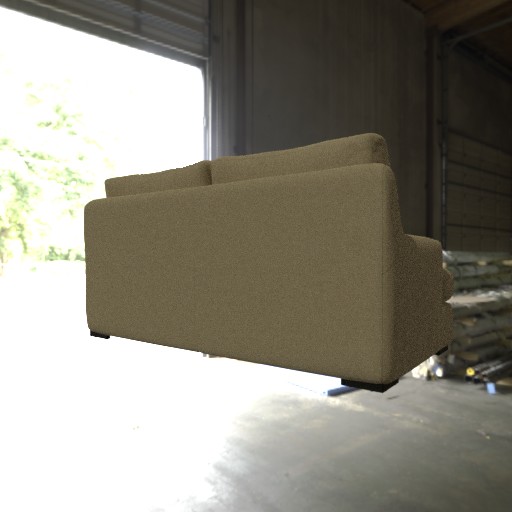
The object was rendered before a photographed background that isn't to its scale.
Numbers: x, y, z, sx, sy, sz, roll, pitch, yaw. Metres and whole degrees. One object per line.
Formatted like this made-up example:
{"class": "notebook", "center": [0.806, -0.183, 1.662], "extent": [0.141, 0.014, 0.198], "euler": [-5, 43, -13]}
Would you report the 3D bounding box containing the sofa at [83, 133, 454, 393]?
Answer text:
{"class": "sofa", "center": [0.000, 0.000, 2.458], "extent": [1.885, 0.967, 0.962], "euler": [0, 0, 37]}
